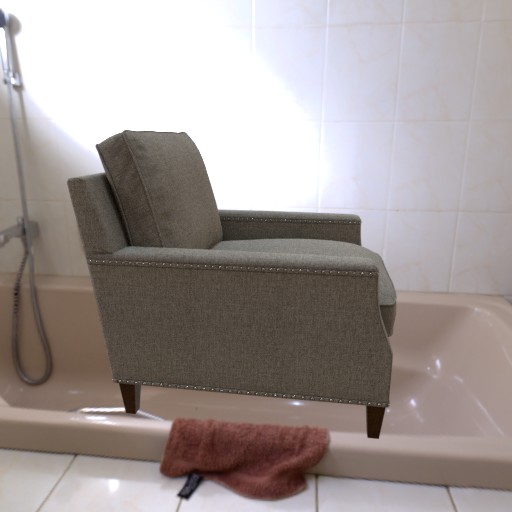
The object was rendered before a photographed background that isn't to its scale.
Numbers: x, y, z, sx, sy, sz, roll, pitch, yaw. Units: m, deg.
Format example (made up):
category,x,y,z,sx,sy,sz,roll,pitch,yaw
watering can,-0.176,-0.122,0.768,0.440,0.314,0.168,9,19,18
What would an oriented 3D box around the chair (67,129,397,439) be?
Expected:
category,x,y,z,sx,sy,sz,roll,pitch,yaw
chair,0.000,0.000,1.726,1.014,0.943,0.853,2,16,9
